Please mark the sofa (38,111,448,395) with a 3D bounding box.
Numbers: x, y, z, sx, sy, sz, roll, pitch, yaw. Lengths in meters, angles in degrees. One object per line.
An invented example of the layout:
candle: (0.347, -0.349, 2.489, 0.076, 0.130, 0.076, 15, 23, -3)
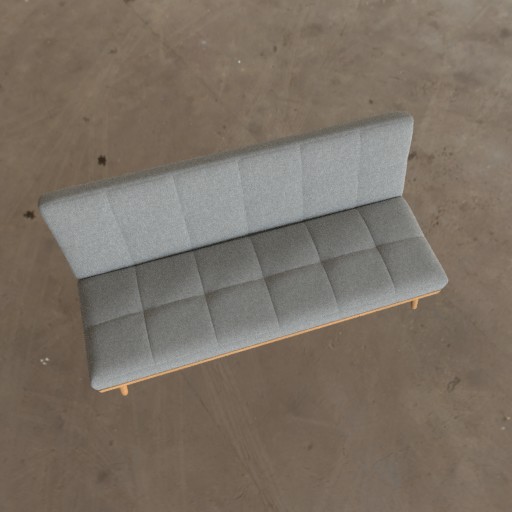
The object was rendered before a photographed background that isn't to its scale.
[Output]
sofa: (0.000, 0.000, 2.243, 1.820, 0.800, 0.800, -15, 64, -7)
